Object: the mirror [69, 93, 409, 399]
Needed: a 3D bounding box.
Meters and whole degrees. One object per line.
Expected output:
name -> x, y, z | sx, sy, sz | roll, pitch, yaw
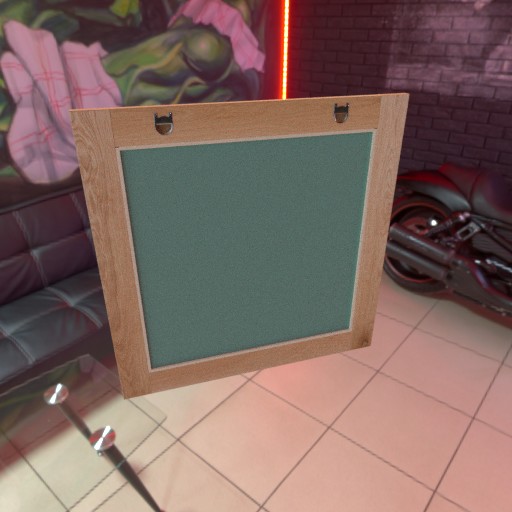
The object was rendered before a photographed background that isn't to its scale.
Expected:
mirror -> 0.000, 0.000, 1.198 | 0.800, 0.800, 0.020 | -8, 29, -15
